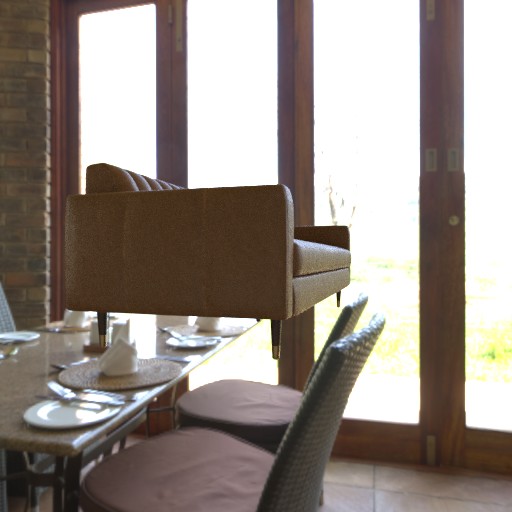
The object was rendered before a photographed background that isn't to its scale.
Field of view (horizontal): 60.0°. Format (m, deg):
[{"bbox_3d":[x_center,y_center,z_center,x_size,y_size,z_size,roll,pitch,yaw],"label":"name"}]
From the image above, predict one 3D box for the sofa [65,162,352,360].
[{"bbox_3d":[0.000,0.000,2.767,0.990,0.821,2.291,0,0,18],"label":"sofa"}]
